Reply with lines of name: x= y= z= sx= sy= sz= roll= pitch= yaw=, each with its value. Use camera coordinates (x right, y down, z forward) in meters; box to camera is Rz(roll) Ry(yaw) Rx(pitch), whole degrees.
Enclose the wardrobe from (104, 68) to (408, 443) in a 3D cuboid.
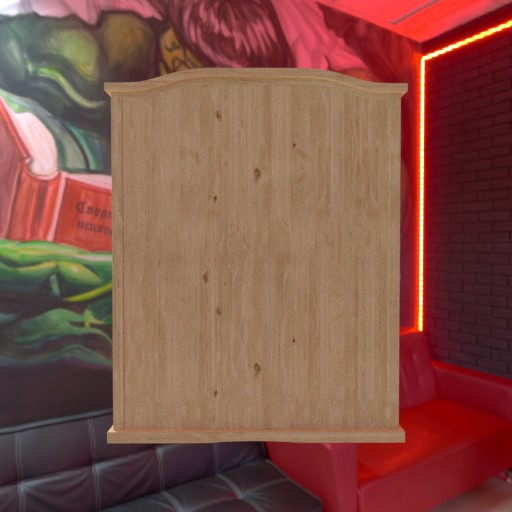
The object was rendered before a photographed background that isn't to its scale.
wardrobe: x=0.000 y=0.000 z=2.493 sx=1.500 sy=1.870 sz=0.570 roll=0 pitch=1 yaw=0
